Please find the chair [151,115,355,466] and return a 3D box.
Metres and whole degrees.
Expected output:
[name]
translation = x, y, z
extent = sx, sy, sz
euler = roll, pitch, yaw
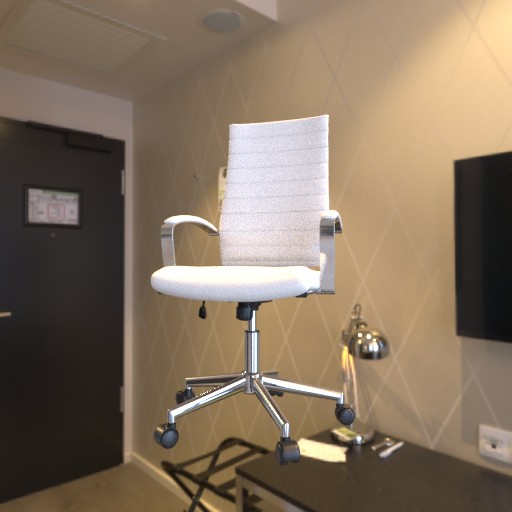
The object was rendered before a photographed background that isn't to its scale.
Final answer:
[chair]
translation = 0.000, 0.000, 1.569
extent = 0.679, 1.149, 0.679
euler = 0, -1, 18
